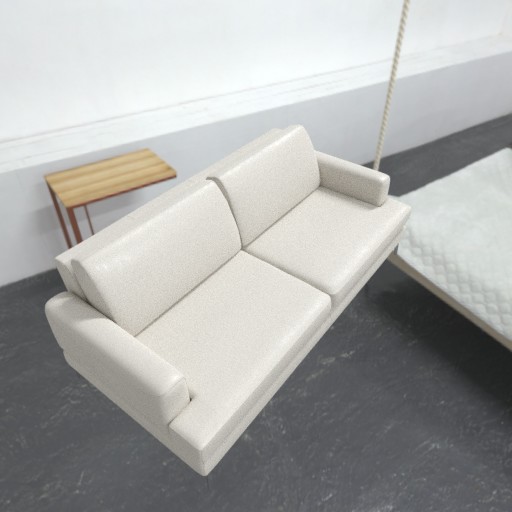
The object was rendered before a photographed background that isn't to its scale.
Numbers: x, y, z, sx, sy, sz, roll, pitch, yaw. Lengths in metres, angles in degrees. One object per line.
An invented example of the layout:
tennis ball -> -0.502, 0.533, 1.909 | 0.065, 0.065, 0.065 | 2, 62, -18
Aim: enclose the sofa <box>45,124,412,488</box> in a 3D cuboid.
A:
sofa -> 0.000, 0.000, 2.362 | 0.974, 0.765, 1.940 | 26, 47, 27
